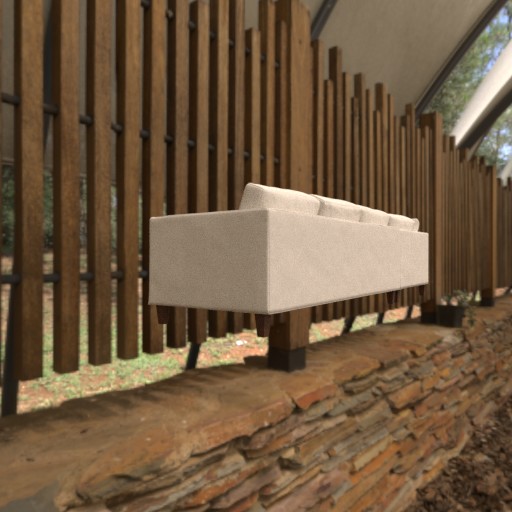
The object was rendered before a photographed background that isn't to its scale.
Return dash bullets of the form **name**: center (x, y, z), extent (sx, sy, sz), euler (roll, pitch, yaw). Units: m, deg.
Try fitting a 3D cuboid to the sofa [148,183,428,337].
- **sofa**: center (0.000, 0.000, 4.284), extent (2.432, 0.863, 3.182), euler (0, 0, 36)
